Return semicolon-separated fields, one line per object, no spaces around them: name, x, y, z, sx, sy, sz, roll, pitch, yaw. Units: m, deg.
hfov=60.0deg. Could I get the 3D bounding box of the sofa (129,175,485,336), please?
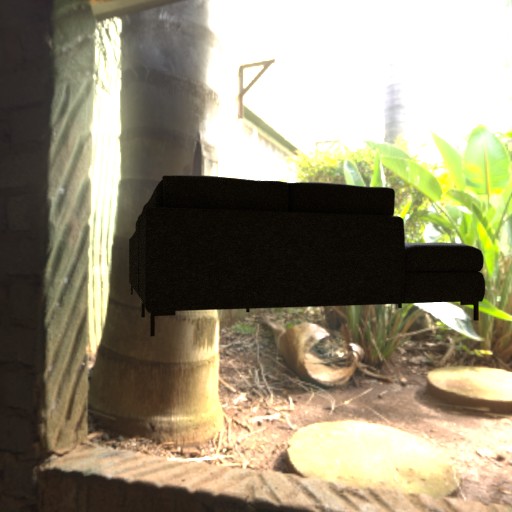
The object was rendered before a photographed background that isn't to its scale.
sofa;0.000;0.000;3.768;2.007;0.815;2.949;0;-1;-18
